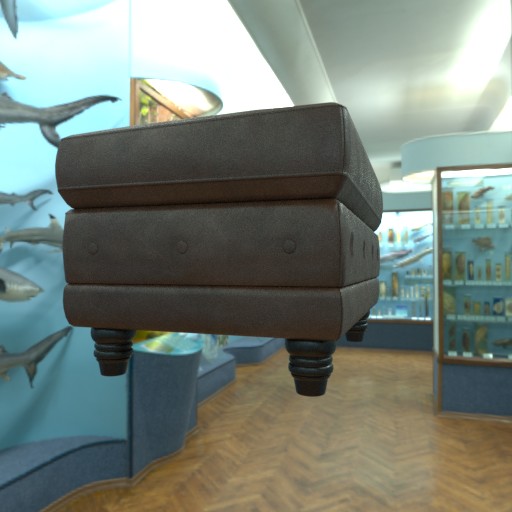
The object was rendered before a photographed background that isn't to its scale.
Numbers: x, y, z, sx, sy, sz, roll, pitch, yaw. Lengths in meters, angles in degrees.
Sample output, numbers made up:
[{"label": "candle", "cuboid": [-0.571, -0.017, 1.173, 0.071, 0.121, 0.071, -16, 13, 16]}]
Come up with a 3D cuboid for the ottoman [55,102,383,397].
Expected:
[{"label": "ottoman", "cuboid": [0.000, 0.000, 1.150, 0.588, 0.509, 0.795, -1, -2, 20]}]
